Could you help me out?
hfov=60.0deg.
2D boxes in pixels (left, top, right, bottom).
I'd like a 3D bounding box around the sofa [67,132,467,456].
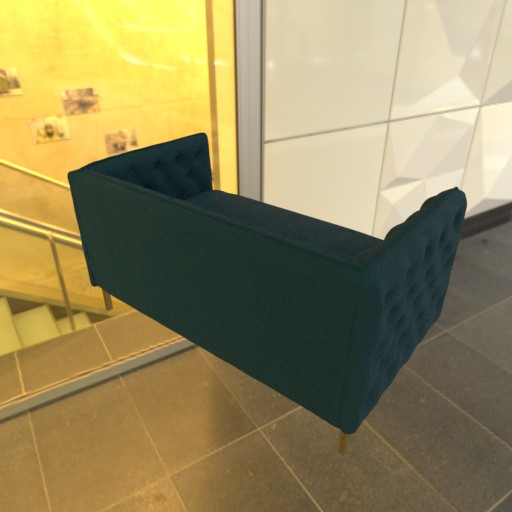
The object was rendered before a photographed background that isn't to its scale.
[{"bbox_3d":[0.000,0.000,2.114,1.583,0.810,0.909,21,36,33],"label":"sofa"}]
